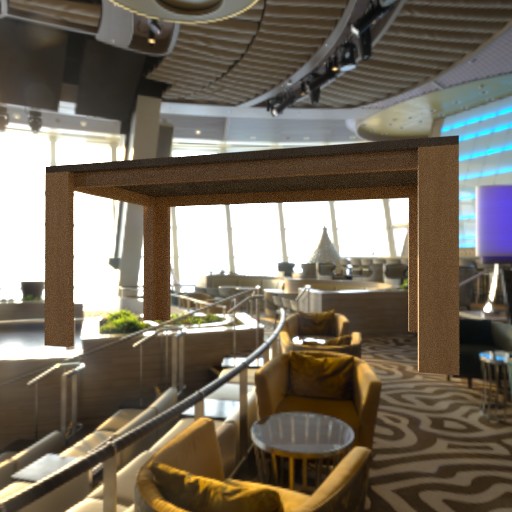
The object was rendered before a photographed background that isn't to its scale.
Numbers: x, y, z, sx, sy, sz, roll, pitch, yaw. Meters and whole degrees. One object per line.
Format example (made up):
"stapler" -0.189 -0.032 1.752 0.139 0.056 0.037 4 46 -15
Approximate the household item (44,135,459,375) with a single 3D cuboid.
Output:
"household item" 0.000 0.000 2.035 1.600 0.755 0.850 0 0 17
